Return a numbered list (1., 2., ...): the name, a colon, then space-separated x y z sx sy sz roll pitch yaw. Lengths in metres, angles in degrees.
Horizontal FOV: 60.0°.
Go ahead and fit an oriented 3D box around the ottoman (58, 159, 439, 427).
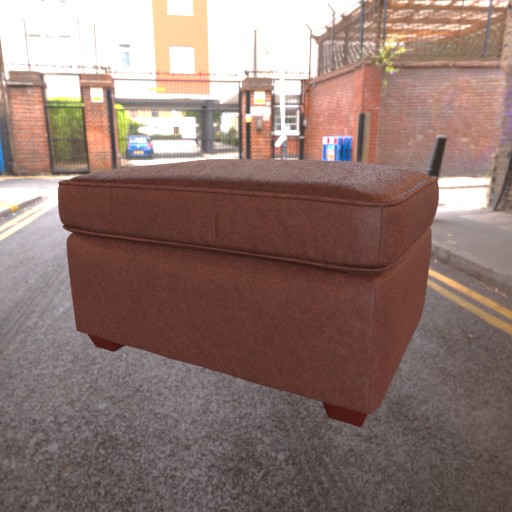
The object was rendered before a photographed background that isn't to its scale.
1. ottoman: 0.000 0.000 1.062 0.749 0.449 0.548 8 17 27
